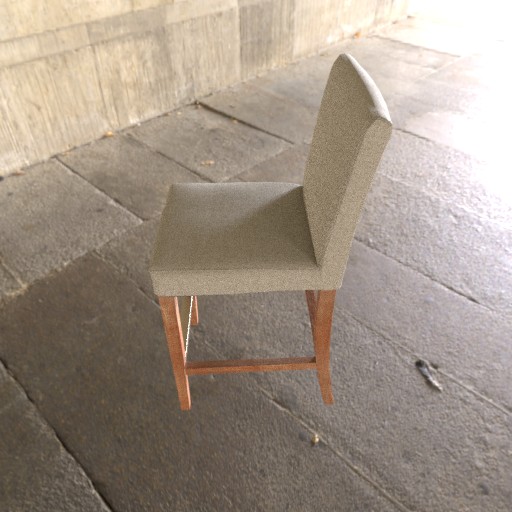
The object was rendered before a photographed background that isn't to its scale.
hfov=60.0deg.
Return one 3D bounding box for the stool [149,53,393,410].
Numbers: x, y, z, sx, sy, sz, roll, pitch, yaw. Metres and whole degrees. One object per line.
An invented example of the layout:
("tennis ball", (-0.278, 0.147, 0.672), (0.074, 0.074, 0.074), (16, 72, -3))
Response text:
("stool", (0.000, 0.000, 1.393), (0.570, 1.088, 0.439), (-1, 41, -1))
